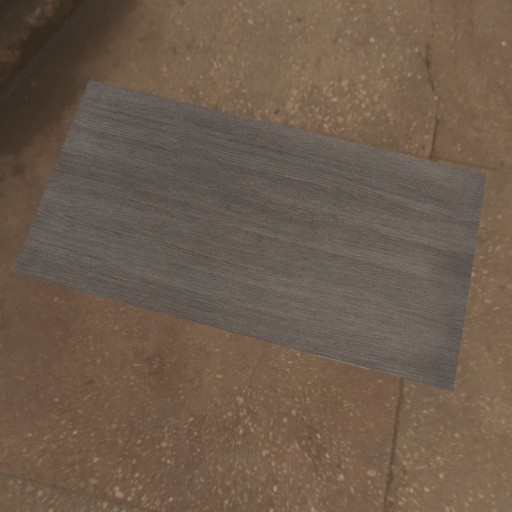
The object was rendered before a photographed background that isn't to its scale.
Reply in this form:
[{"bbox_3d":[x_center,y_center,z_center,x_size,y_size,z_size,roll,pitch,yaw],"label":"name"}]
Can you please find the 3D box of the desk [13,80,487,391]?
[{"bbox_3d":[0.000,0.000,1.481,1.097,0.735,0.560,14,77,3],"label":"desk"}]
